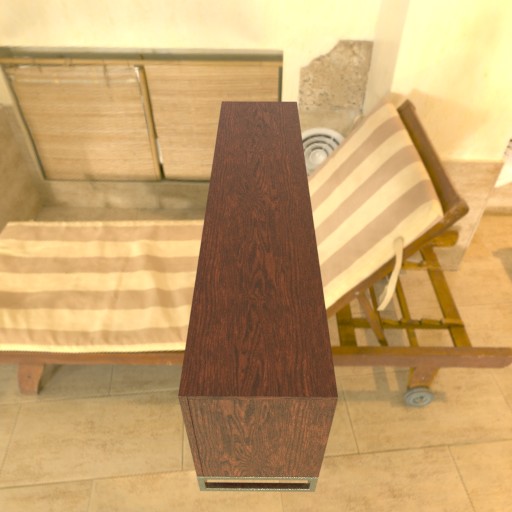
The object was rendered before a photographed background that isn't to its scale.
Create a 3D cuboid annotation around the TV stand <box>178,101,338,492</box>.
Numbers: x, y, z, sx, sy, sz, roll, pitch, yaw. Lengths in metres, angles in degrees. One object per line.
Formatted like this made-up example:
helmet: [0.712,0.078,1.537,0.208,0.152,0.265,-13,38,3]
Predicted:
TV stand: [0.000,0.000,1.752,0.382,0.578,1.541,0,43,0]
